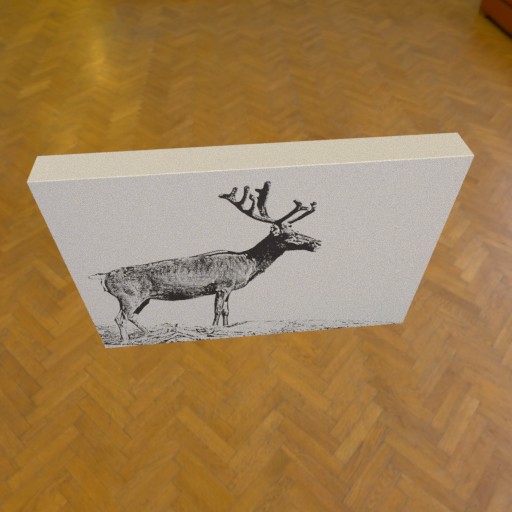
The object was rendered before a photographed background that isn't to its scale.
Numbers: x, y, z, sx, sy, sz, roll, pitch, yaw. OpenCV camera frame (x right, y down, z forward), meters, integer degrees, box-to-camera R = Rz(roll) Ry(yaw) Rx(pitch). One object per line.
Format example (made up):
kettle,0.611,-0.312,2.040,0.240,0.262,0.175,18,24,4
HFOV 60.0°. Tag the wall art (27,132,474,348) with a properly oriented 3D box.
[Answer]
wall art,0.000,0.000,0.483,0.381,0.259,0.038,-4,48,-4
